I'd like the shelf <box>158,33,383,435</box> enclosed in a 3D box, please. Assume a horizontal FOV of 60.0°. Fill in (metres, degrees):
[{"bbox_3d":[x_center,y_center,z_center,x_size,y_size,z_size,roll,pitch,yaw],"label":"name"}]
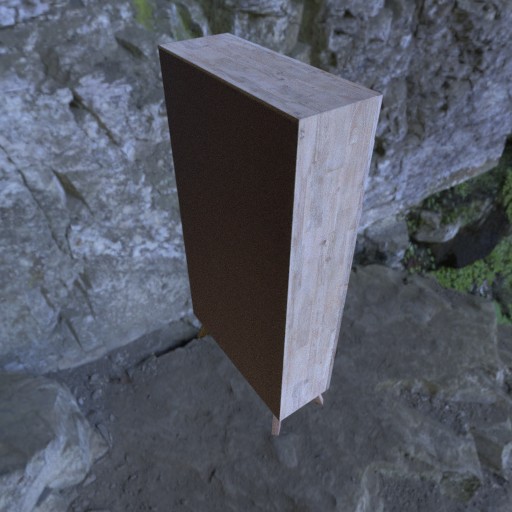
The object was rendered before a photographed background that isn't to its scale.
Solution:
[{"bbox_3d":[0.000,0.000,1.788,0.308,1.471,0.748,-24,46,-26],"label":"shelf"}]
